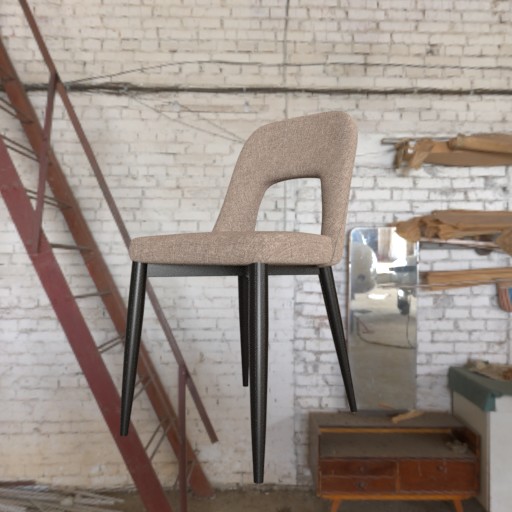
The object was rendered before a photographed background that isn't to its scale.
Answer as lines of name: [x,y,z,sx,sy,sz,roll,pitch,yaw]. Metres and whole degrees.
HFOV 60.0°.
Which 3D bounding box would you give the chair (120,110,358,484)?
chair: [0.000,0.000,1.257,0.470,0.931,0.612,0,0,34]
